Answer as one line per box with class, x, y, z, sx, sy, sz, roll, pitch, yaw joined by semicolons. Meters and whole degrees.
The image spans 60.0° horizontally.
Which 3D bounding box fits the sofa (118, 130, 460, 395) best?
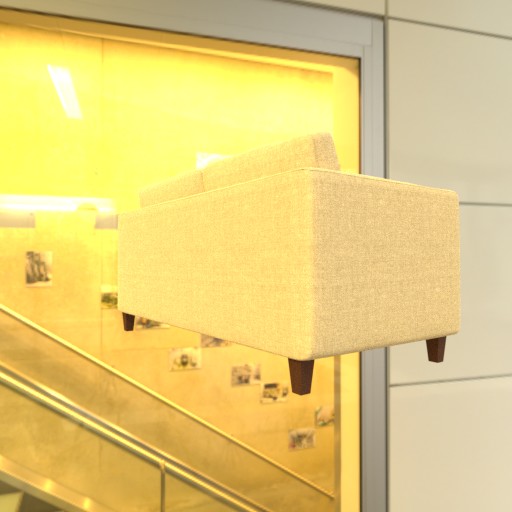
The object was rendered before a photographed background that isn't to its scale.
sofa;0.000;0.000;2.448;0.950;0.963;1.884;0;-1;-36
